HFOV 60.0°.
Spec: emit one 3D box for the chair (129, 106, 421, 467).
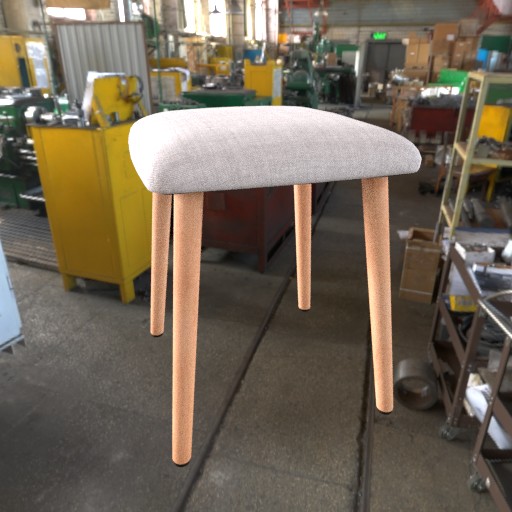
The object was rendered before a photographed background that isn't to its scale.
[{"bbox_3d":[0.000,0.000,0.707,0.350,0.440,0.350,-7,25,-16],"label":"chair"}]
